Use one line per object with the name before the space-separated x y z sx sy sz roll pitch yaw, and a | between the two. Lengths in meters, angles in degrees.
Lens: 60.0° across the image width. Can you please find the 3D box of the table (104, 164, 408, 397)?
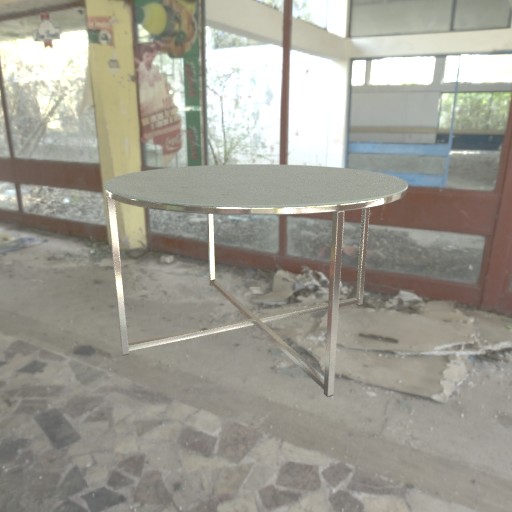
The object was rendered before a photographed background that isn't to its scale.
table | 0.000 0.000 1.292 0.800 0.450 0.800 0 17 0
